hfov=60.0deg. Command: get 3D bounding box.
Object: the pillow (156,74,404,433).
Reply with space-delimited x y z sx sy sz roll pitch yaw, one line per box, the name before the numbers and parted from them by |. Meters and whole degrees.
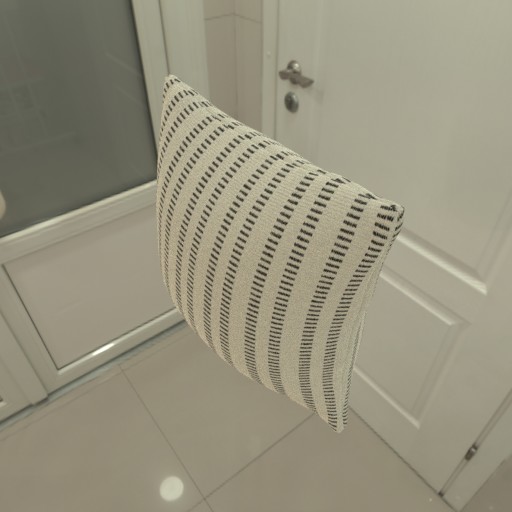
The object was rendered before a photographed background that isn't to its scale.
pillow | 0.000 0.000 0.668 0.247 0.419 0.438 -28 49 -27
